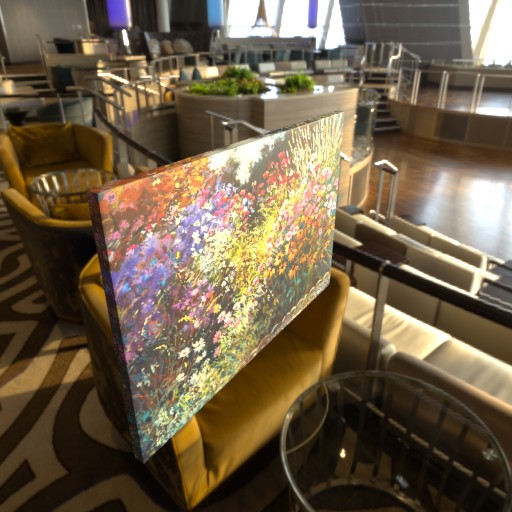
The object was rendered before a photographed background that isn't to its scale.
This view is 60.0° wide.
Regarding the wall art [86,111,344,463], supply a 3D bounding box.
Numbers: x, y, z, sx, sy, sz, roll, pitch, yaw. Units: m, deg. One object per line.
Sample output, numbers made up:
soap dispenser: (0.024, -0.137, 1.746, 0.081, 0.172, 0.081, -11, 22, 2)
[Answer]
wall art: (0.000, 0.000, 1.446, 0.042, 0.760, 1.136, 17, 32, 30)
